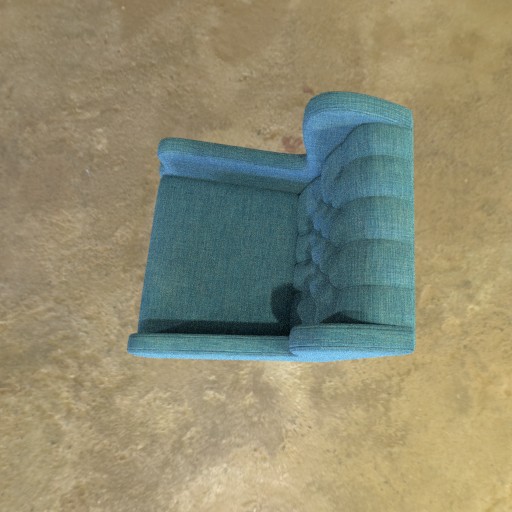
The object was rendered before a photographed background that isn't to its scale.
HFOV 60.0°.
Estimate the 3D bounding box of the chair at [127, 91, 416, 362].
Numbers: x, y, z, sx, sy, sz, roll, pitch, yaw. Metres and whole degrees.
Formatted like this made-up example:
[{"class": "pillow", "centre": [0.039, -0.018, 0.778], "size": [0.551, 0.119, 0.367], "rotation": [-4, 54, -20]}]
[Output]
[{"class": "chair", "centre": [0.000, 0.000, 1.491], "size": [0.775, 0.952, 0.711], "rotation": [5, 75, 1]}]
